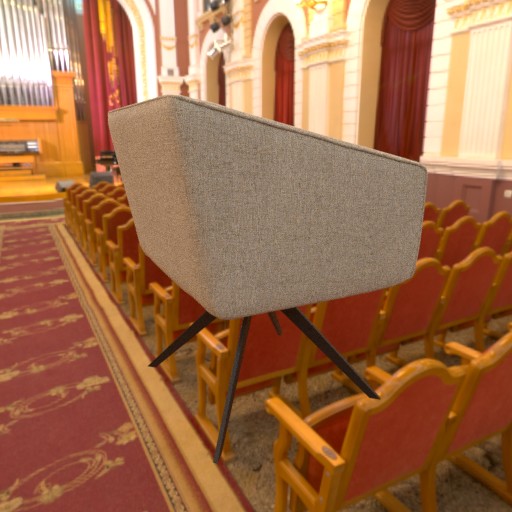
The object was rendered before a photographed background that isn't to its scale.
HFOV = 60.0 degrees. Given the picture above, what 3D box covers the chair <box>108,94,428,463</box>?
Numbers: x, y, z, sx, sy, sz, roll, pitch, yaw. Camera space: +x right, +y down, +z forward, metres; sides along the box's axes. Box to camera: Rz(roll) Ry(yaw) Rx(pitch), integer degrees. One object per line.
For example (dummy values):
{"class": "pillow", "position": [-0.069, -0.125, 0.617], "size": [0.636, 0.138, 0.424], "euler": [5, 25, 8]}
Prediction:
{"class": "chair", "position": [0.000, 0.000, 1.204], "size": [0.623, 0.760, 0.628], "euler": [-8, 17, -26]}
